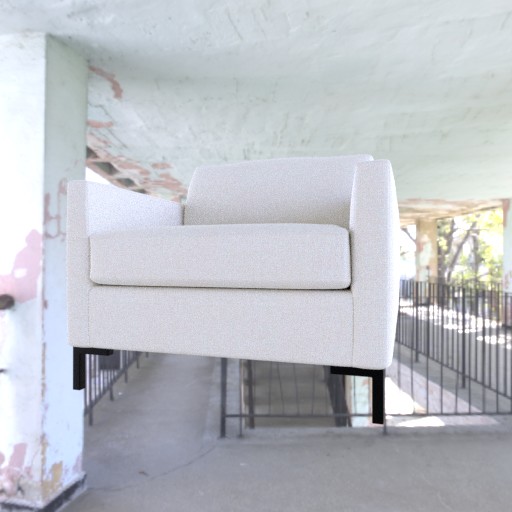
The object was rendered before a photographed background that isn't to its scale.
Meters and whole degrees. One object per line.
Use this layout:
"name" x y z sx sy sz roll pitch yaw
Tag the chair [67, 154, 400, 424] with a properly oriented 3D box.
"chair" 0.000 0.000 1.565 0.964 0.806 0.875 0 0 18
